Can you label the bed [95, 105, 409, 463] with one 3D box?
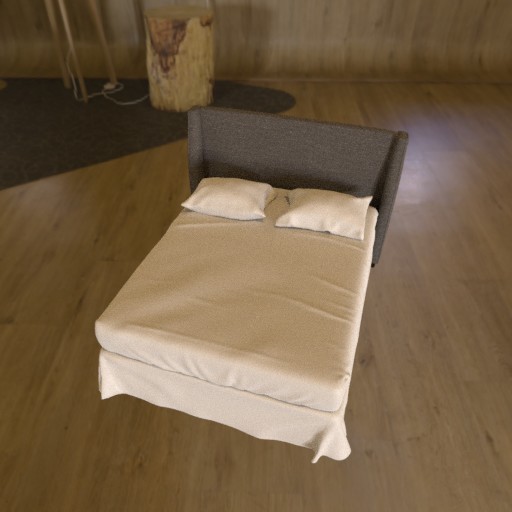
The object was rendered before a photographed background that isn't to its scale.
[{"bbox_3d":[0.000,0.000,3.420,1.925,1.332,2.276,12,42,13],"label":"bed"}]
